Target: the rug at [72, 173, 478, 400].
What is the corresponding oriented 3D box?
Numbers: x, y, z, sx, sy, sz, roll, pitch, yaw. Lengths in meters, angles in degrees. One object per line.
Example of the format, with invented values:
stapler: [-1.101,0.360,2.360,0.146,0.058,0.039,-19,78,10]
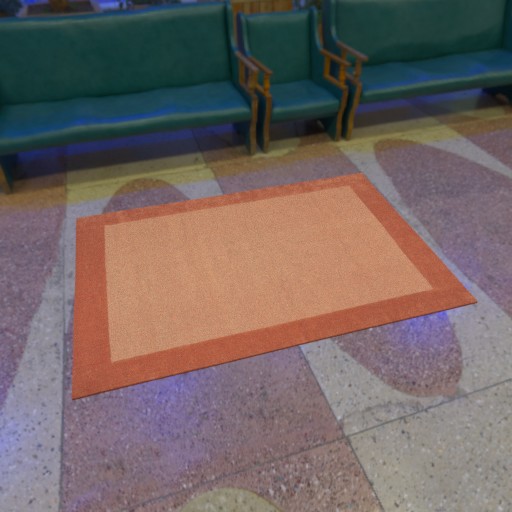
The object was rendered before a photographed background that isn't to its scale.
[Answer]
rug: [0.000,0.000,2.336,1.829,0.014,1.219,-11,42,-12]
